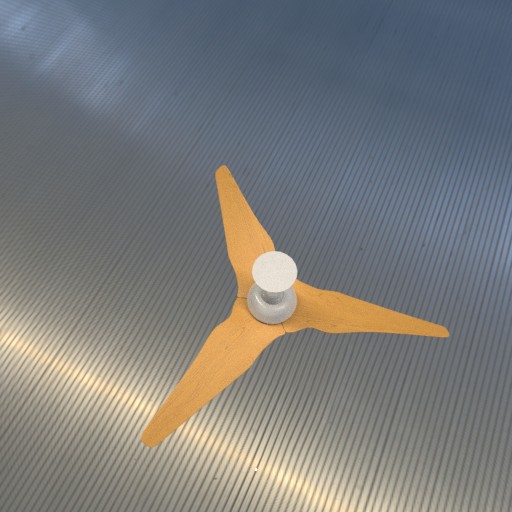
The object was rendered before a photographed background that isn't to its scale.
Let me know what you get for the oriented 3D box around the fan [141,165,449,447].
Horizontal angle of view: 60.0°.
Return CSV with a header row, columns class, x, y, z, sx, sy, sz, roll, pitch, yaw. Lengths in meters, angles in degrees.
class,x,y,z,sx,sy,sz,roll,pitch,yaw
fan,0.000,0.000,1.634,1.142,0.355,1.010,-19,66,-9
